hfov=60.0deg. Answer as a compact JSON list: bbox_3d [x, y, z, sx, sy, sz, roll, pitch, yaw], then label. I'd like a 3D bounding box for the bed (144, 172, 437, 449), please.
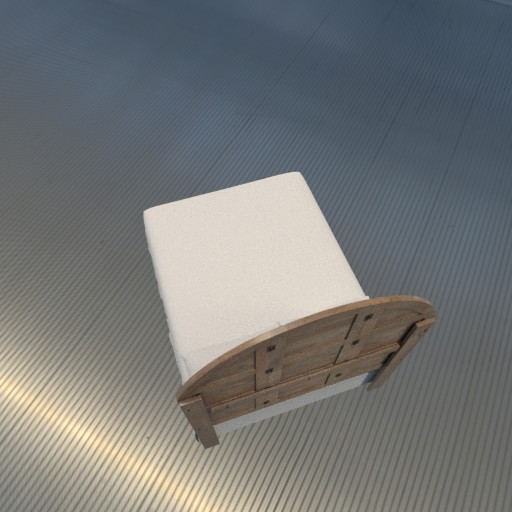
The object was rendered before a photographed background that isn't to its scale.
[{"bbox_3d":[0.000,0.000,3.471,1.713,2.002,2.112,-16,59,-10],"label":"bed"}]
